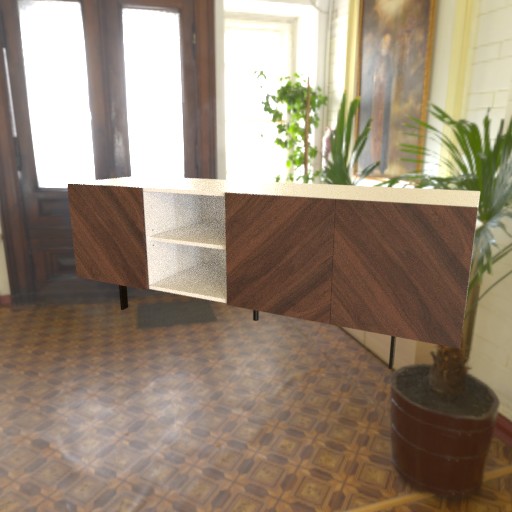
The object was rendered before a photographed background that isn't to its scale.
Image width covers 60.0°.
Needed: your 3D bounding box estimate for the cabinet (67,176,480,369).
[{"bbox_3d":[0.000,0.000,1.722,1.499,0.533,0.431,7,16,26],"label":"cabinet"}]
